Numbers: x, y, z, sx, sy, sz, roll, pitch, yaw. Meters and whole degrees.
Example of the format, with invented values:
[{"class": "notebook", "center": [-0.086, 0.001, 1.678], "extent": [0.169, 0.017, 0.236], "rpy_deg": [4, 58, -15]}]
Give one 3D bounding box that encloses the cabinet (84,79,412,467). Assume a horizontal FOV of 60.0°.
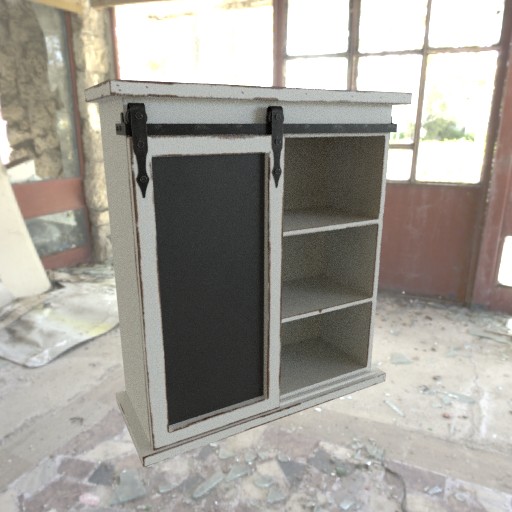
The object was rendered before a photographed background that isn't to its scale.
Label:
[{"class": "cabinet", "center": [0.000, 0.000, 0.864], "extent": [0.541, 0.603, 0.210], "rpy_deg": [-9, 19, -27]}]
